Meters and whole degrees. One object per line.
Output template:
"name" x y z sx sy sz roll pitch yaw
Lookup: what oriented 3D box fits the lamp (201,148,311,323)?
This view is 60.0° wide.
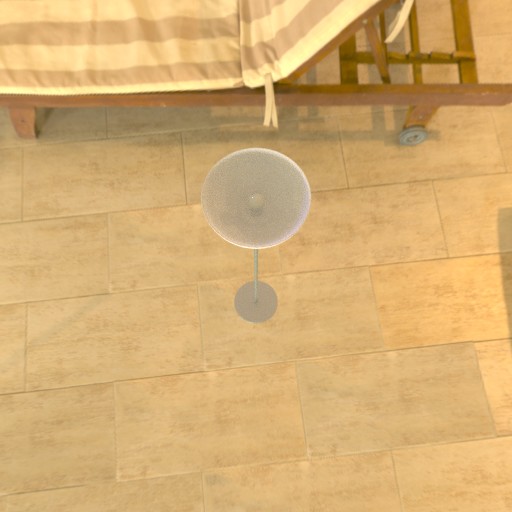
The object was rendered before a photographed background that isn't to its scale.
"lamp" 0.000 0.000 1.990 0.279 1.804 0.425 0 76 0
